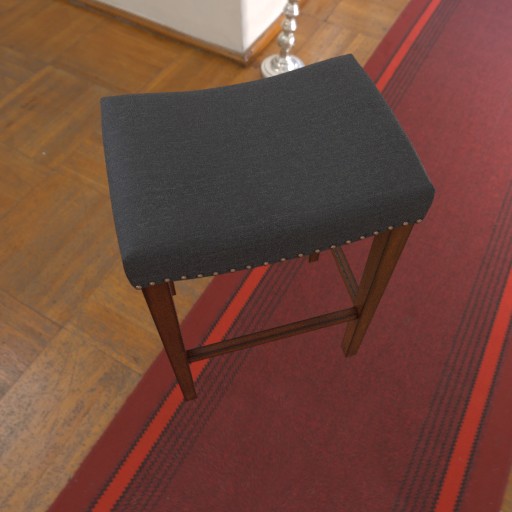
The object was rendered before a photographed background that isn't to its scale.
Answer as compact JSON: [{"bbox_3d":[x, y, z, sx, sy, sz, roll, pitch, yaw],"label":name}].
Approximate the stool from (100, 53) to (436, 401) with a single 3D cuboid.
[{"bbox_3d":[0.000,0.000,1.020,0.502,0.760,0.366,-13,60,-8],"label":"stool"}]
